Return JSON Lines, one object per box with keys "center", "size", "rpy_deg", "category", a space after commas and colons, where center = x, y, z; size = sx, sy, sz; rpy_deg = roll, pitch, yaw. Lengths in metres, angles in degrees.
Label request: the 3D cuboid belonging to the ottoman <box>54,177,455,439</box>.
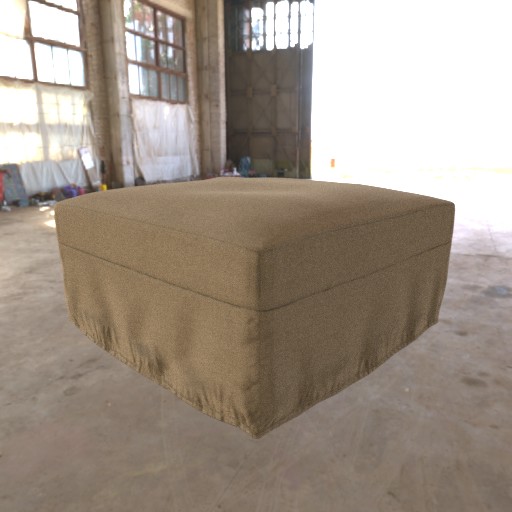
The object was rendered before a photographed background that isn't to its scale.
{"center": [0.000, 0.000, 1.301], "size": [0.840, 0.436, 0.843], "rpy_deg": [13, 19, 43], "category": "ottoman"}
